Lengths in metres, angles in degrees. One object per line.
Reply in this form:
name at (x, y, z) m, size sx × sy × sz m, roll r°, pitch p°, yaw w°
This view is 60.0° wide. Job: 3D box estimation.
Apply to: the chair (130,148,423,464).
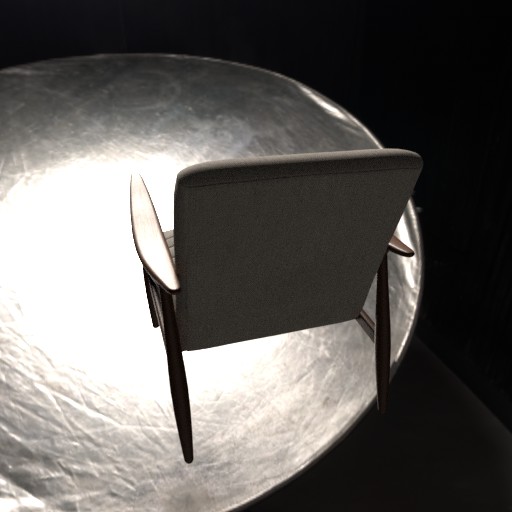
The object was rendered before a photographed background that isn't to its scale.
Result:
chair at (0.000, 0.000, 1.421) m, size 0.741 × 0.832 × 0.798 m, roll -8°, pitch 29°, yaw -15°
